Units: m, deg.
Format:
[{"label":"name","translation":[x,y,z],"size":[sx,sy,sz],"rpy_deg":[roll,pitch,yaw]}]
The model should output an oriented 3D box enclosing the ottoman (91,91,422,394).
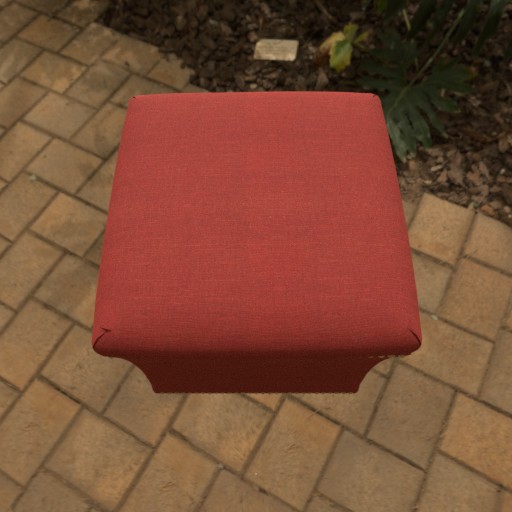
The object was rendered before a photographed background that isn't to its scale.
[{"label":"ottoman","translation":[0.000,0.000,0.913],"size":[0.497,0.475,0.507],"rpy_deg":[0,64,0]}]
